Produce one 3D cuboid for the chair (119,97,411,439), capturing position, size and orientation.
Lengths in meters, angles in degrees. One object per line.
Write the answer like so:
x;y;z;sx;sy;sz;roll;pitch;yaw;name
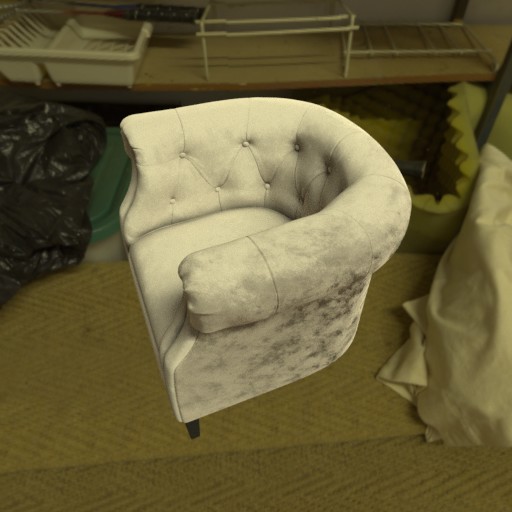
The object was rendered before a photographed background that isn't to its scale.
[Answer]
0.000;0.000;1.571;0.851;0.826;0.904;-16;47;-16;chair
